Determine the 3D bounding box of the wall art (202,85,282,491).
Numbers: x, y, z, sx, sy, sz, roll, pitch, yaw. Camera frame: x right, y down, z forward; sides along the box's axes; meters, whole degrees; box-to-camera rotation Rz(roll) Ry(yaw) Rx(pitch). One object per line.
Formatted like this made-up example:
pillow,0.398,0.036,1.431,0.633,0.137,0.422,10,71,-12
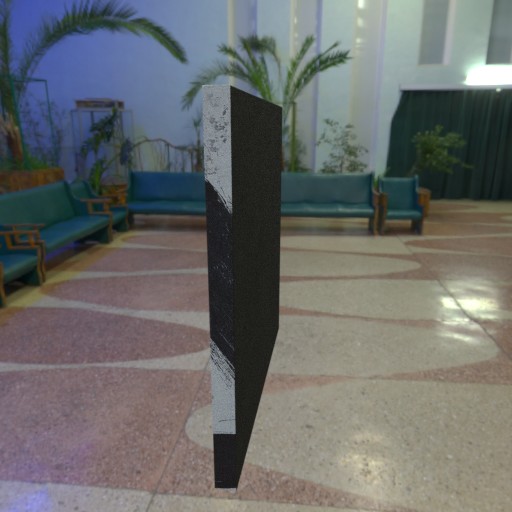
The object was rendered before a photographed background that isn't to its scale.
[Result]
wall art,0.000,0.000,1.150,0.046,0.765,0.765,3,16,9
